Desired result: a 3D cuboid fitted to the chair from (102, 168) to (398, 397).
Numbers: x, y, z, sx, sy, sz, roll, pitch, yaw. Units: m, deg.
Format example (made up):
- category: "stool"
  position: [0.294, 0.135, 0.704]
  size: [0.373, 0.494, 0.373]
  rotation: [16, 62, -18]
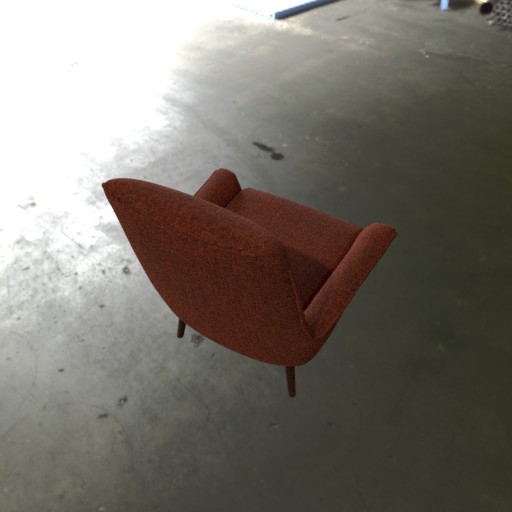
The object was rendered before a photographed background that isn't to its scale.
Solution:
- category: "chair"
  position: [0.000, 0.000, 1.572]
  size: [0.803, 0.911, 0.784]
  rotation: [23, 50, 21]
